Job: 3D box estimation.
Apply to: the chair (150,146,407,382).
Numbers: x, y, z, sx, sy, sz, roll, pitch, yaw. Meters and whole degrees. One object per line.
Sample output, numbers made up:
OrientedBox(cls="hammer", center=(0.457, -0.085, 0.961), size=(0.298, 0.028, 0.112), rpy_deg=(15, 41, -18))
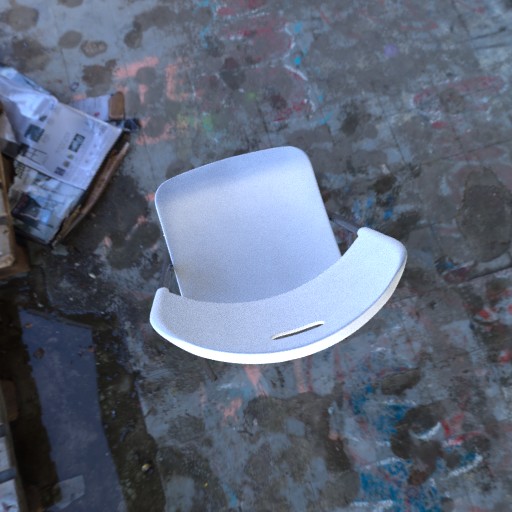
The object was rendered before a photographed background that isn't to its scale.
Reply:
OrientedBox(cls="chair", center=(0.000, 0.000, 1.172), size=(0.494, 0.810, 0.566), rpy_deg=(-17, 76, -4))
